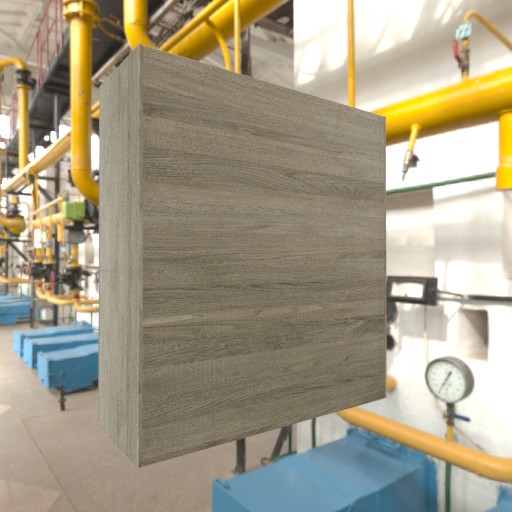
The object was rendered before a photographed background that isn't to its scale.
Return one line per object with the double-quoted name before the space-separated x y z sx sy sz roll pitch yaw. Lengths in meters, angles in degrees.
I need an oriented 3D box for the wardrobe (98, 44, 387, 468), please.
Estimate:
"wardrobe" 0.000 0.000 2.815 1.780 1.960 0.629 0 -1 -36
